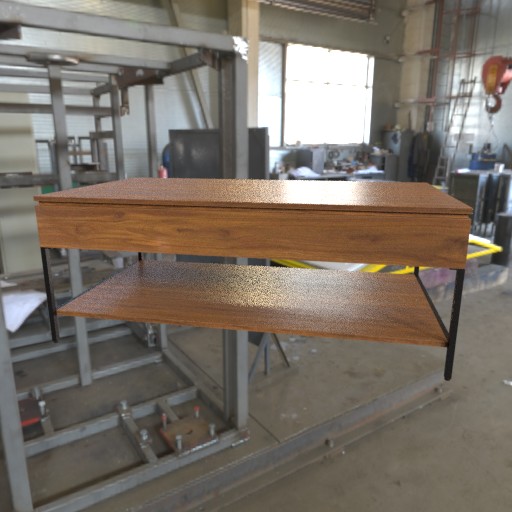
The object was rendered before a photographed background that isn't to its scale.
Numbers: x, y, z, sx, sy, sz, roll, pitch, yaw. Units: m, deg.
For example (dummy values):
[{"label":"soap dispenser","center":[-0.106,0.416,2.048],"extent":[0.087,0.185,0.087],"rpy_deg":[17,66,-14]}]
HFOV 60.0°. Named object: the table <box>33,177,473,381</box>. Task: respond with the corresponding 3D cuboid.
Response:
[{"label":"table","center":[0.000,0.000,1.368],"extent":[1.057,0.414,0.574],"rpy_deg":[3,15,11]}]
